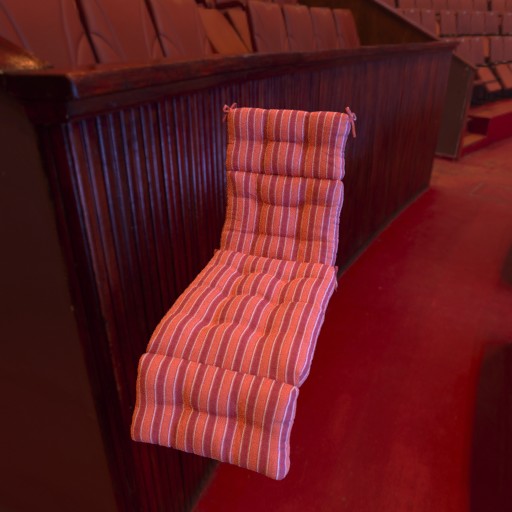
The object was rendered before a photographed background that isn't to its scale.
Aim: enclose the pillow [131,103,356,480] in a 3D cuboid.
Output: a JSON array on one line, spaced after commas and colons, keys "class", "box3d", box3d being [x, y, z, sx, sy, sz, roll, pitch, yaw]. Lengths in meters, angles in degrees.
[{"class": "pillow", "box3d": [0.000, 0.000, 1.502, 0.526, 0.863, 1.016, 8, 28, 15]}]
